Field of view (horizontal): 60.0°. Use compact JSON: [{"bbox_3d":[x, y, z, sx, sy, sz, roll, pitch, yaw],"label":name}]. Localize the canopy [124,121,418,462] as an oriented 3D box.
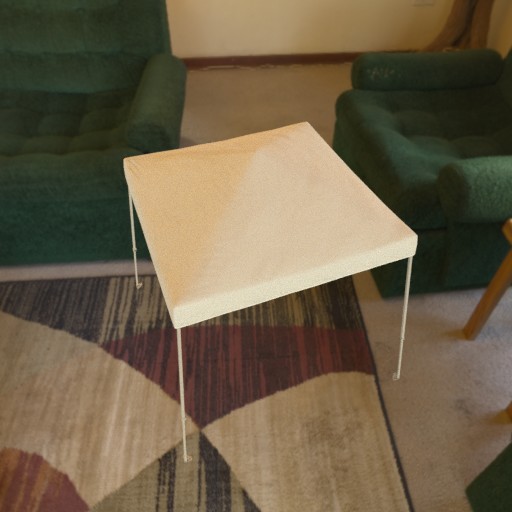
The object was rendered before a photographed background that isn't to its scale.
[{"bbox_3d":[0.000,0.000,6.645,3.599,3.600,3.600,-16,47,-15],"label":"canopy"}]
